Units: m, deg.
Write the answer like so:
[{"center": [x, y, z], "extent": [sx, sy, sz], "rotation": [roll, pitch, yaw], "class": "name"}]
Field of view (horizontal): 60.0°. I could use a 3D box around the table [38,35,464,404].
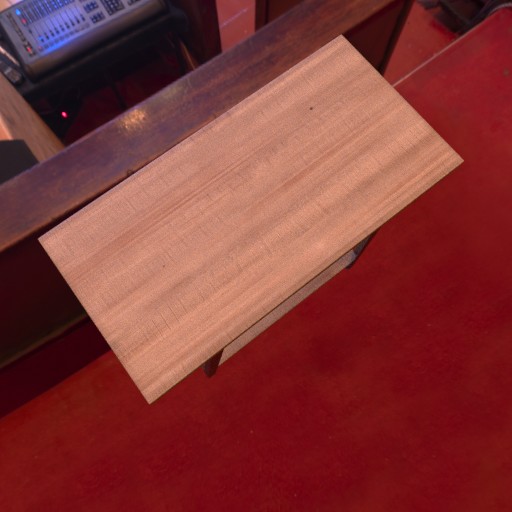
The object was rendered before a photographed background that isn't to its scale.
[{"center": [0.000, 0.000, 1.021], "extent": [0.599, 0.701, 0.300], "rotation": [-37, 78, -9], "class": "table"}]
